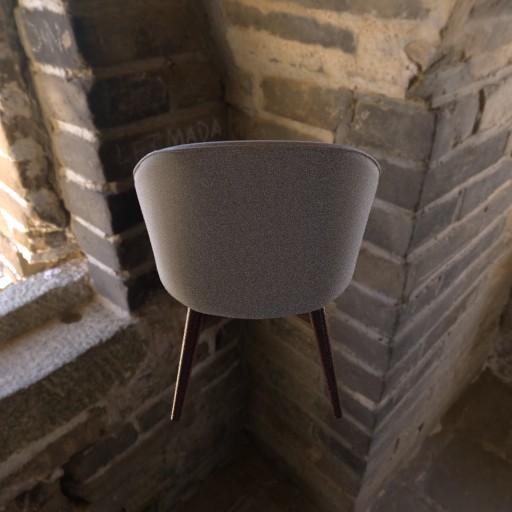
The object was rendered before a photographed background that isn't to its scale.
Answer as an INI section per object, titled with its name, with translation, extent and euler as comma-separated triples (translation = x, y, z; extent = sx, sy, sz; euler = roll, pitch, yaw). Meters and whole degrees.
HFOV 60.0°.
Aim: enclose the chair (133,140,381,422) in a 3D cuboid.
[chair]
translation = 0.000, 0.000, 1.236
extent = 0.596, 0.823, 0.635
euler = -1, 31, -1
